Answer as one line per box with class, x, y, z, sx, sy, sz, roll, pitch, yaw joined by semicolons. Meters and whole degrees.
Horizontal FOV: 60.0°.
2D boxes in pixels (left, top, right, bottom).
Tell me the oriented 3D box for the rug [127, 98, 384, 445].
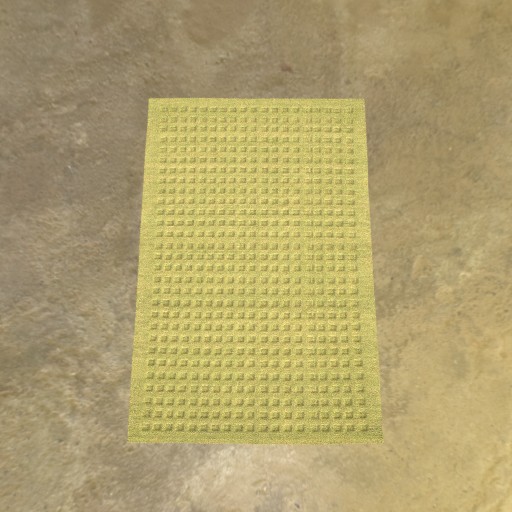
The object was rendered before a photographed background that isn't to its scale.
rug;0.000;0.000;2.889;1.529;0.007;2.297;0;77;0
